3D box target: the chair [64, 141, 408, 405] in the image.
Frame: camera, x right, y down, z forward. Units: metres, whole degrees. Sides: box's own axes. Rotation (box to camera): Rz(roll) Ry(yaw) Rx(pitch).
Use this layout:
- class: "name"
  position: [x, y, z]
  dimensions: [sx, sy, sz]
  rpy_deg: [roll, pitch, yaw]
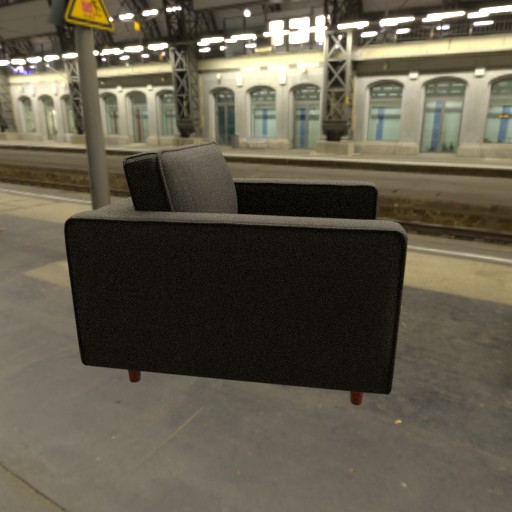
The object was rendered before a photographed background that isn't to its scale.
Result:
- class: "chair"
  position: [0.000, 0.000, 1.584]
  dimensions: [0.919, 0.770, 0.899]
  rpy_deg: [3, 17, 9]
